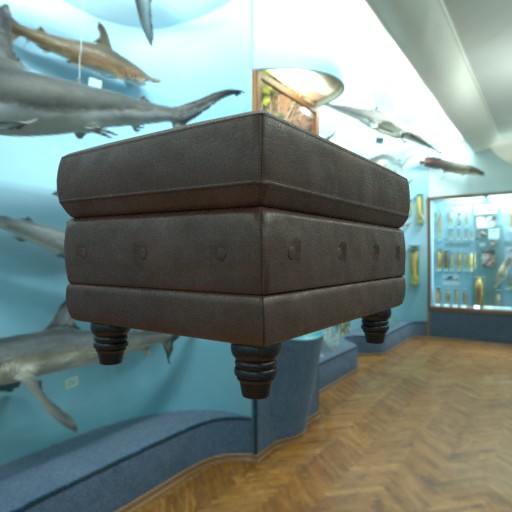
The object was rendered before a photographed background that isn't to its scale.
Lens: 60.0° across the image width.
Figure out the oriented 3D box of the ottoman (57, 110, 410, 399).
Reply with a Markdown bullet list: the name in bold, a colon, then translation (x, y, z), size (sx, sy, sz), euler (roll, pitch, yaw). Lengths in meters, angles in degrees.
- **ottoman**: translation (0.000, 0.000, 1.175), size (0.588, 0.509, 0.795), euler (0, 0, 35)
